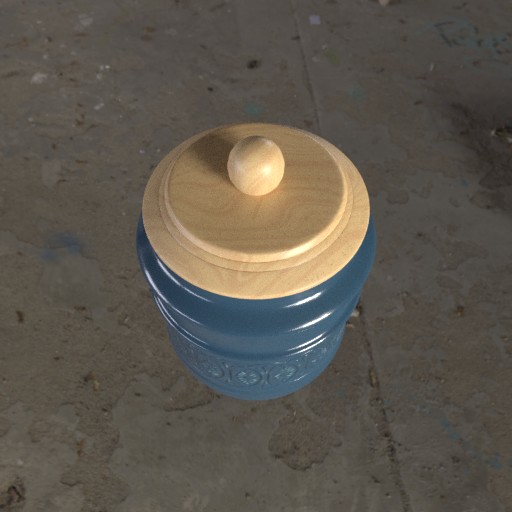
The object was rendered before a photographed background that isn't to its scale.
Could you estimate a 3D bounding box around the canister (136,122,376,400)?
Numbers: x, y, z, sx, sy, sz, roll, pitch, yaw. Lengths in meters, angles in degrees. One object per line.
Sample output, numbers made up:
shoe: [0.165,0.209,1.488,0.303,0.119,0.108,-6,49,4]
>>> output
canister: [0.000,0.000,0.266,0.130,0.176,0.130,0,57,0]
